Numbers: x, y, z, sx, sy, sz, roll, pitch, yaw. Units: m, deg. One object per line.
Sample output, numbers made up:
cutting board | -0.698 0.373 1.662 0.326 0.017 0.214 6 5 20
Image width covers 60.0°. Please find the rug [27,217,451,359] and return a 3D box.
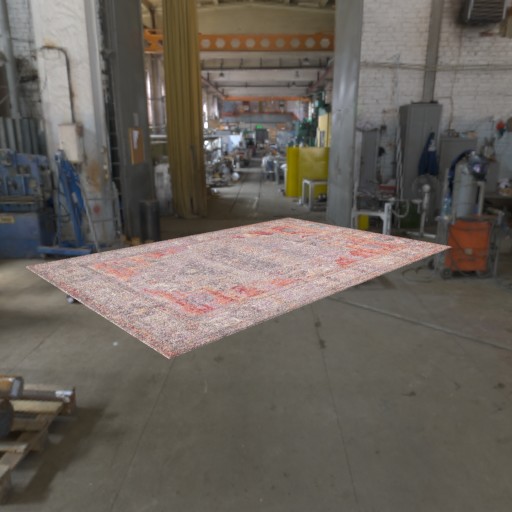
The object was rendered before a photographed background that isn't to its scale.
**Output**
rug | 0.000 0.000 2.267 1.829 0.005 1.219 -14 21 -42
